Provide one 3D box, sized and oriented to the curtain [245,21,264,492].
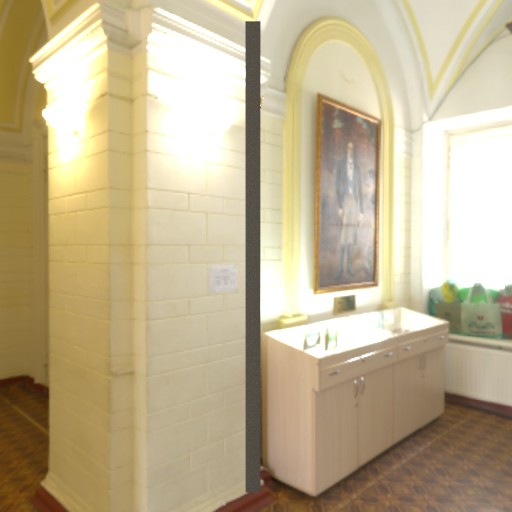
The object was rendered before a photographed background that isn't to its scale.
[{"bbox_3d":[0.000,0.000,0.792,0.027,0.585,0.483,0,1,0],"label":"curtain"}]
